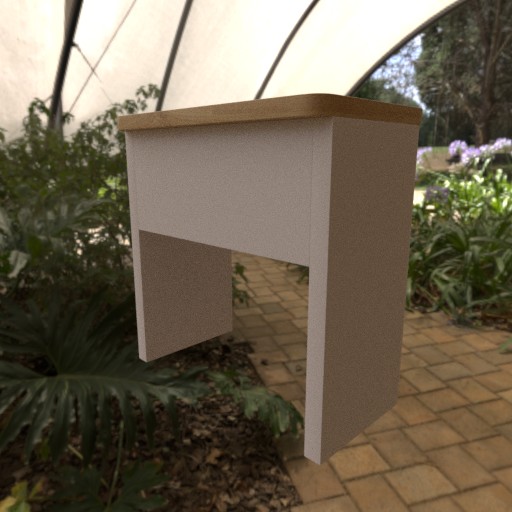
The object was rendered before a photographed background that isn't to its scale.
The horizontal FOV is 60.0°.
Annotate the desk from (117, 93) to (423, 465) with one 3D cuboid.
[{"bbox_3d":[0.000,0.000,1.285,0.760,0.790,0.440,12,18,43],"label":"desk"}]
